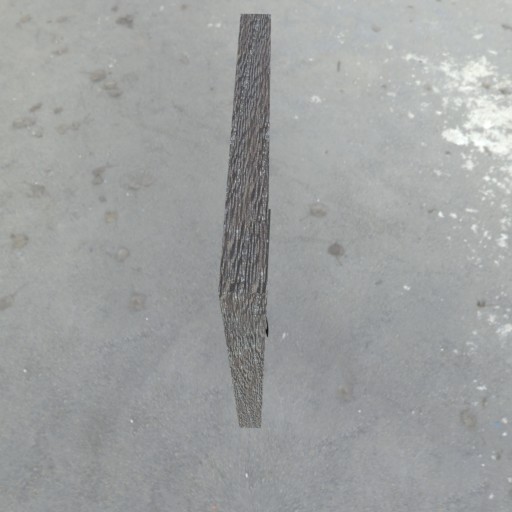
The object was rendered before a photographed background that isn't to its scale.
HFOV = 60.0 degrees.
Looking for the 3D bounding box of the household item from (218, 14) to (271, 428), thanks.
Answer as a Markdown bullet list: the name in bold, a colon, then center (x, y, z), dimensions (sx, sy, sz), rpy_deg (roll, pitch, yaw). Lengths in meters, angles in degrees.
- **household item**: center (0.000, 0.000, 0.273), dimensions (0.020, 0.210, 0.160), rpy_deg (1, 58, 1)
